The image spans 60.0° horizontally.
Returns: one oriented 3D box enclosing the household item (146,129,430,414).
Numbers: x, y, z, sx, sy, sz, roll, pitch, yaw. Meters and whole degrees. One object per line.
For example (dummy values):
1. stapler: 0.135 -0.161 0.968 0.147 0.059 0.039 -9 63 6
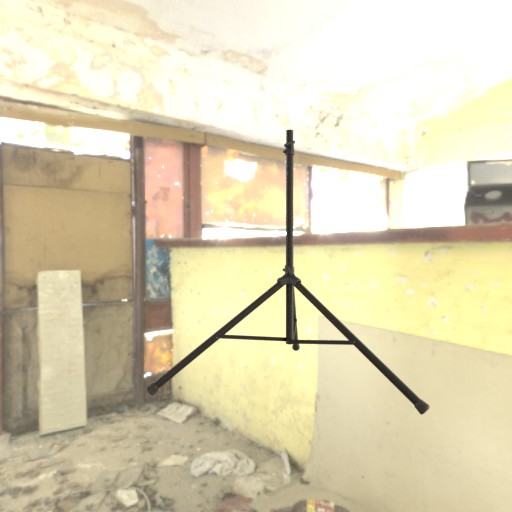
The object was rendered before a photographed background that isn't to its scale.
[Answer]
1. household item: 0.000 0.000 2.762 1.339 1.595 1.596 0 1 -19
